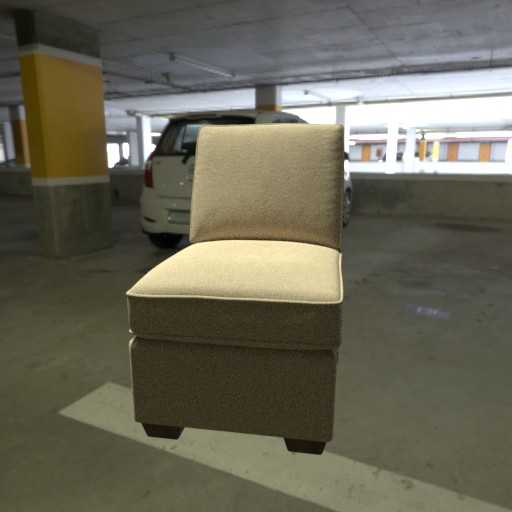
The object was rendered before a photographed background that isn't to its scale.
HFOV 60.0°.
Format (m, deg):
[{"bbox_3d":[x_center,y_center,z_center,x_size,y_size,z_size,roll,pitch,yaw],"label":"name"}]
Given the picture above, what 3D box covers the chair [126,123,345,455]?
[{"bbox_3d":[0.000,0.000,1.610,0.621,0.970,0.938,2,13,9],"label":"chair"}]
